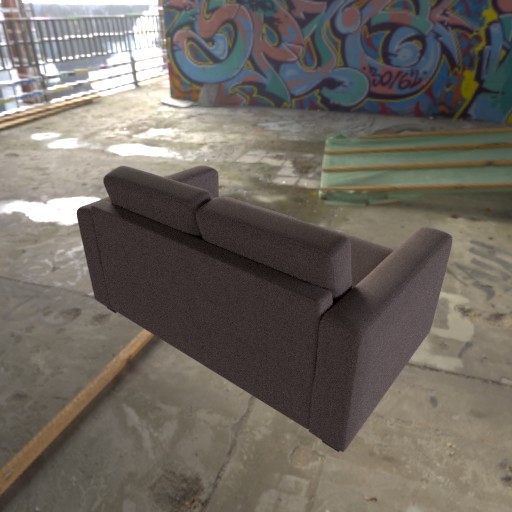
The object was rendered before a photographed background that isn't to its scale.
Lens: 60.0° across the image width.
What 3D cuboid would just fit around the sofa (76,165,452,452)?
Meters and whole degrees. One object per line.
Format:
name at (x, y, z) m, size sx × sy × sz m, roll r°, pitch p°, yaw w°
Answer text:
sofa at (0.000, 0.000, 2.088) m, size 1.520 × 0.800 × 0.900 m, roll 22°, pitch 36°, yaw 33°
